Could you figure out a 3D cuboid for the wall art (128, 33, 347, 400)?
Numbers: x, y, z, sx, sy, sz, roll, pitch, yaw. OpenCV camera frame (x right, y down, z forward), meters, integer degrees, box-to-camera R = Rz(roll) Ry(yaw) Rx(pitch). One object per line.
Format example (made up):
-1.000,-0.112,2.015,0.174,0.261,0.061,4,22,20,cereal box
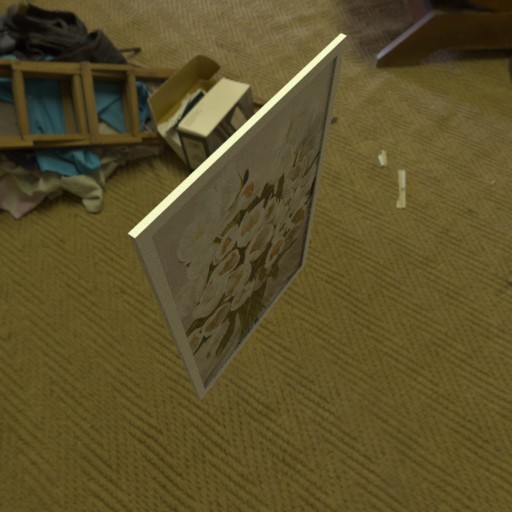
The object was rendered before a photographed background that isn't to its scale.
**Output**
0.000,0.000,1.235,0.015,0.965,0.660,31,63,18,wall art
